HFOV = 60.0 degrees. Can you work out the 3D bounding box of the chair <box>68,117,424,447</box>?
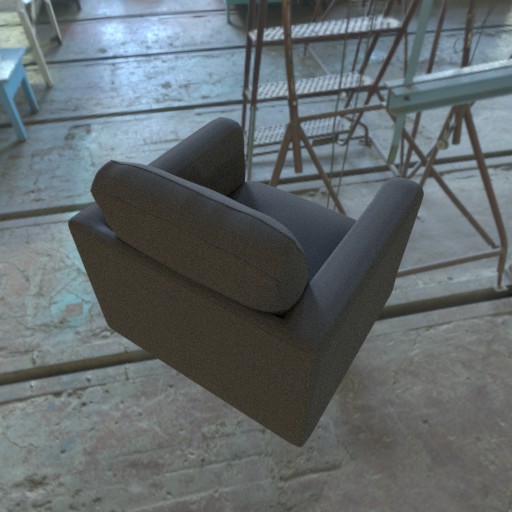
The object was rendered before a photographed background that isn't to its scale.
[{"bbox_3d":[0.000,0.000,1.547,0.854,0.927,0.800,25,51,22],"label":"chair"}]
